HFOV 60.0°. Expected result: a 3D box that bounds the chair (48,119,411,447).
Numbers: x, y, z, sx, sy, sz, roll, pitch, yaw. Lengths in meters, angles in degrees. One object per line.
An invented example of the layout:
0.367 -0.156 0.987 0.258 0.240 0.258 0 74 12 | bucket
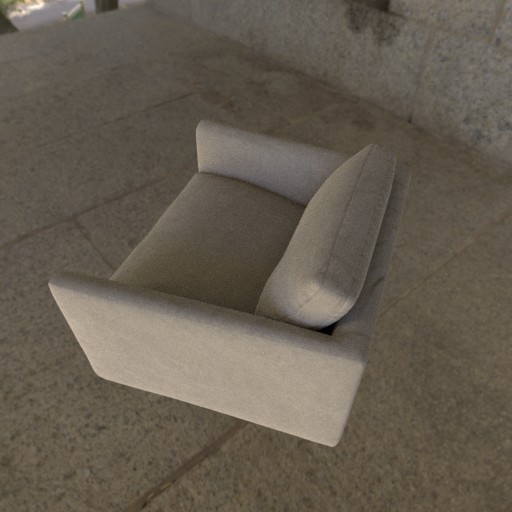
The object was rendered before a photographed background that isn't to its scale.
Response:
0.000 0.000 1.900 1.091 0.845 1.190 15 47 15 | chair
